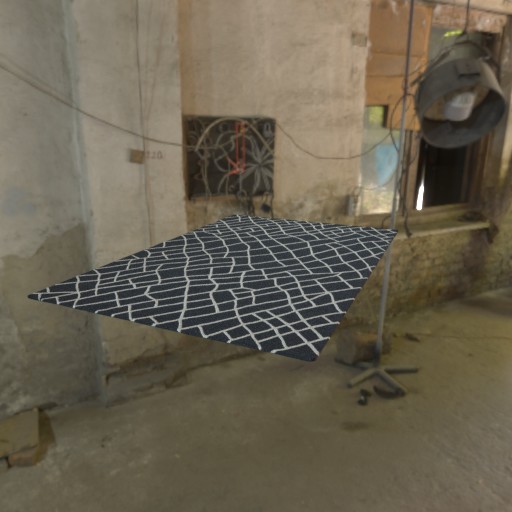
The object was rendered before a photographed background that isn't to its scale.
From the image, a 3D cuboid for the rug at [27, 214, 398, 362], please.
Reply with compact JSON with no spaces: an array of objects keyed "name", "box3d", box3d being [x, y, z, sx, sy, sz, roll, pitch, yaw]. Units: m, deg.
[{"name":"rug","box3d":[0.000,0.000,2.354,1.223,0.013,1.830,8,18,24]}]
